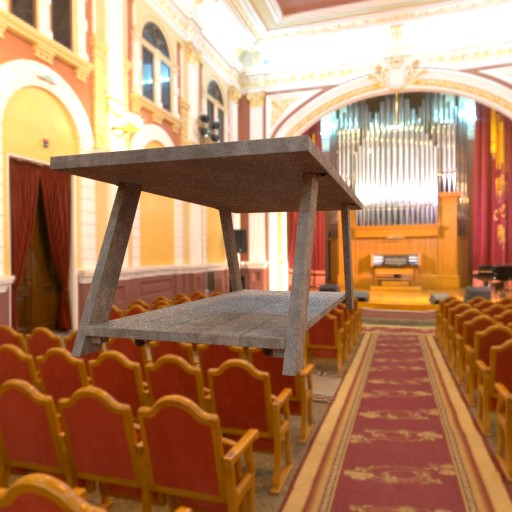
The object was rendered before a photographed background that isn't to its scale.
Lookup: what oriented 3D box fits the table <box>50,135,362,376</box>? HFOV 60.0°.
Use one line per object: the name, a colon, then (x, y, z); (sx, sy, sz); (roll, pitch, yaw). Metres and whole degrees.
table: (0.000, 0.000, 1.518); (0.610, 0.470, 1.219); (0, 0, 18)
